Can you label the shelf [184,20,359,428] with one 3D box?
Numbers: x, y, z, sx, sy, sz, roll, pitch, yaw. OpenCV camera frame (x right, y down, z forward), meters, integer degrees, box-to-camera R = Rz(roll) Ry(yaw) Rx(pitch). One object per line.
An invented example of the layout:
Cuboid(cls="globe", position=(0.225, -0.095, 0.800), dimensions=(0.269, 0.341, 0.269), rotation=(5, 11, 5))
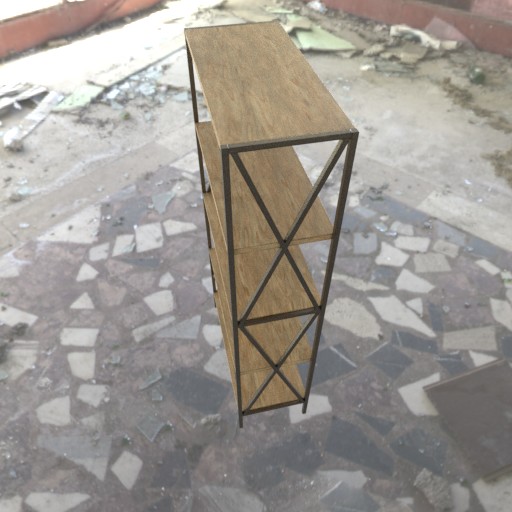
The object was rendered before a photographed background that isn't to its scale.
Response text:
Cuboid(cls="shelf", position=(0.000, 0.000, 2.139), dimensions=(0.386, 1.803, 0.874), rotation=(-9, 47, -9))
